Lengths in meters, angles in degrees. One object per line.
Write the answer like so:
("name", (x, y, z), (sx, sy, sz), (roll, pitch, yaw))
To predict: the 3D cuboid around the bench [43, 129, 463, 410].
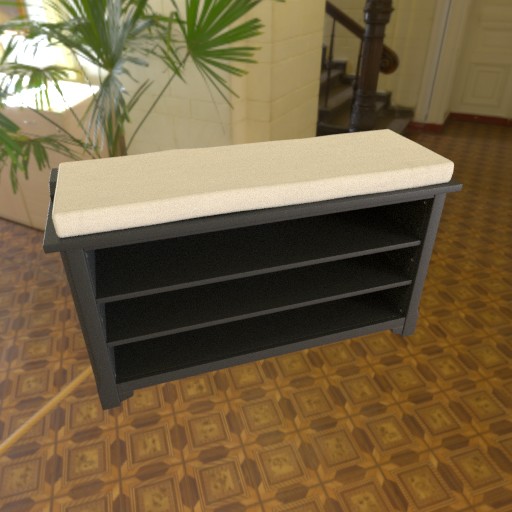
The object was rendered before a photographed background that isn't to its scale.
("bench", (0.000, 0.000, 1.233), (0.973, 0.561, 0.345), (-10, 34, -15))
